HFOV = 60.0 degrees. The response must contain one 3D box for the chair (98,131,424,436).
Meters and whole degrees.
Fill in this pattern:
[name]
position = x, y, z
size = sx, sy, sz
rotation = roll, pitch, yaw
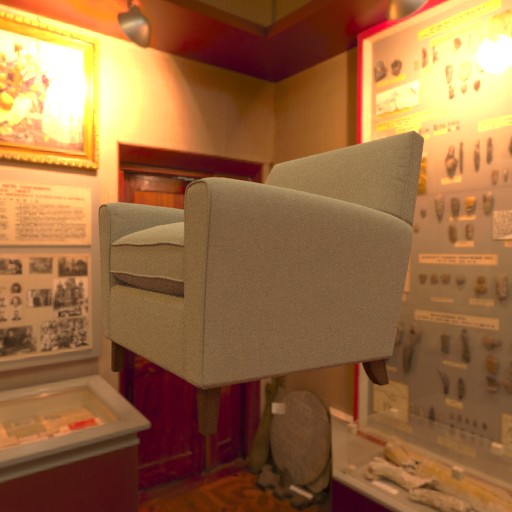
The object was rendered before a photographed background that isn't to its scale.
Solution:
[chair]
position = 0.000, 0.000, 1.575
size = 0.871, 0.846, 0.840
rotation = -1, 1, -36
